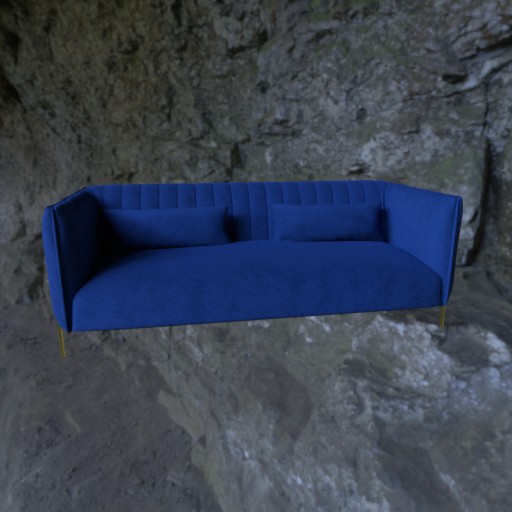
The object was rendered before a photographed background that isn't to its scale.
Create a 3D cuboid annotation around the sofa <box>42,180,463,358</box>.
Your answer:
[{"bbox_3d":[0.000,0.000,2.616,2.136,0.793,0.896,-3,15,-10],"label":"sofa"}]
